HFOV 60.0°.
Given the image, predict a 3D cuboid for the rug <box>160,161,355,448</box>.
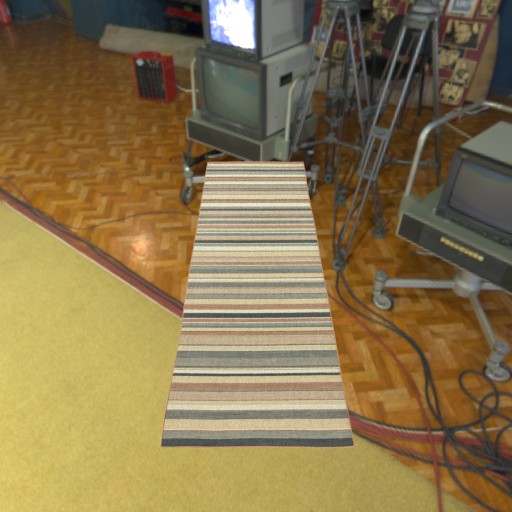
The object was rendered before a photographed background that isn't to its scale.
[{"bbox_3d":[0.000,0.000,2.738,0.799,0.010,2.444,0,40,0],"label":"rug"}]
